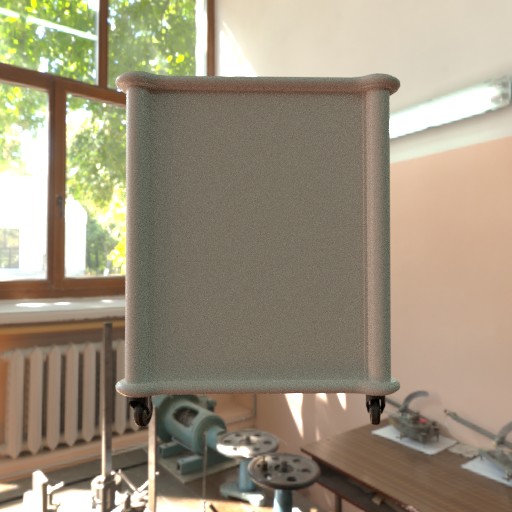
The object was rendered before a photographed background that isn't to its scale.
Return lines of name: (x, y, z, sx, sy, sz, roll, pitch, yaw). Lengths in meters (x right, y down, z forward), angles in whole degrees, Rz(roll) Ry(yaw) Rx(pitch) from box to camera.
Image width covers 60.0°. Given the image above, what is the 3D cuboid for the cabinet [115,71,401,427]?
cabinet: (0.000, 0.000, 1.228, 0.628, 0.761, 0.627, 0, -1, -1)
